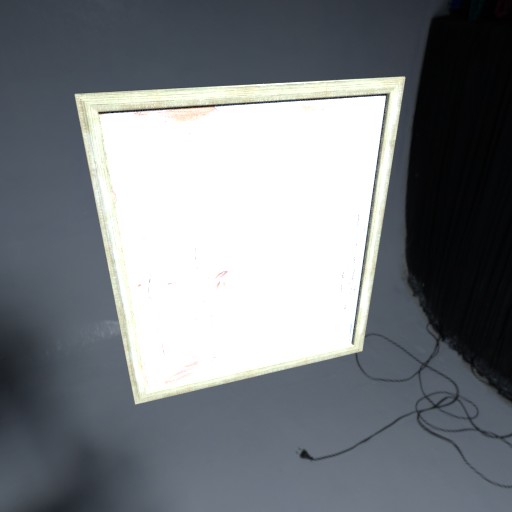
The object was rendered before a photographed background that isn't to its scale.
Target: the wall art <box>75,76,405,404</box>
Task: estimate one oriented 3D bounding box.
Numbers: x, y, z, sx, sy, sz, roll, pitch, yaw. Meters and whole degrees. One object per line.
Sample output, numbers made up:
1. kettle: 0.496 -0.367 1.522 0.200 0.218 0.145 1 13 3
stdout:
1. wall art: 0.000 0.000 0.764 0.483 0.559 0.009 -9 31 -15
